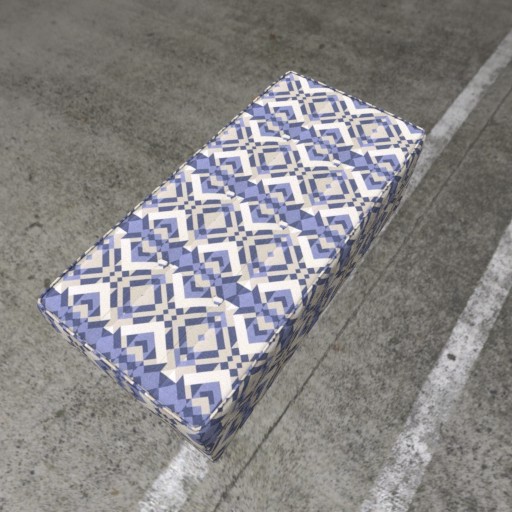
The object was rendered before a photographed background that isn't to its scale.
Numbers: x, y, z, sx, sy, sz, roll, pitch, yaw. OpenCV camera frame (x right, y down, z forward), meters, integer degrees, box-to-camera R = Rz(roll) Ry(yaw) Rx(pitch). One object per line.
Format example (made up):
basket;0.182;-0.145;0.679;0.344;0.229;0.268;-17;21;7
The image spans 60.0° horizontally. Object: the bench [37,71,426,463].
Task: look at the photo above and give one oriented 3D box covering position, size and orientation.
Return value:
bench;0.000;0.000;1.288;0.492;0.477;1.016;32;63;18
